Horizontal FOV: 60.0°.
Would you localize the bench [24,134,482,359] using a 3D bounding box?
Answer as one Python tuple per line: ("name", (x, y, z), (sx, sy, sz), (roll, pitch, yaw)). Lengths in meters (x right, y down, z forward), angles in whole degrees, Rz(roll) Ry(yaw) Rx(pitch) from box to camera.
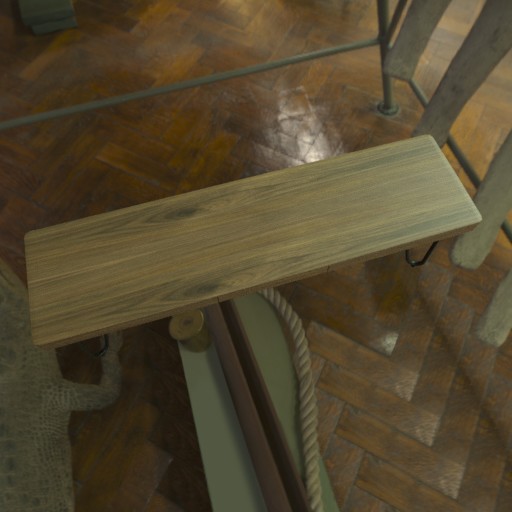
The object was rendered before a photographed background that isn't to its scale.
("bench", (0.000, 0.000, 1.764), (1.570, 0.462, 0.425), (-15, 65, -7))
